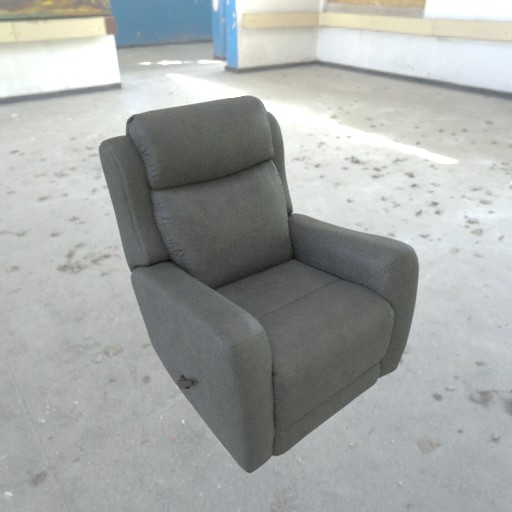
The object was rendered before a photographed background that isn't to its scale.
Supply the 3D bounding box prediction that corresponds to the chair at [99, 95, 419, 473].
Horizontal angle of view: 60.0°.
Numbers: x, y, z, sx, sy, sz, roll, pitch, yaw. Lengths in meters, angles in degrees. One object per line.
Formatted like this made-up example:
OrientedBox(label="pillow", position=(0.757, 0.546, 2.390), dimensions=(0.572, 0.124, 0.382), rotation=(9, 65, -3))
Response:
OrientedBox(label="chair", position=(0.000, 0.000, 1.899), dimensions=(0.967, 1.116, 1.068), rotation=(-22, 38, -31))
